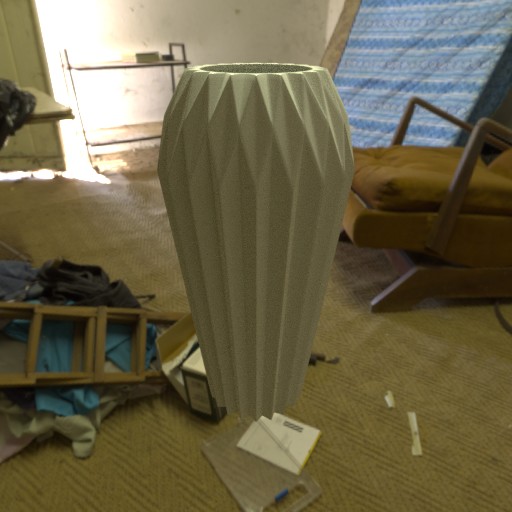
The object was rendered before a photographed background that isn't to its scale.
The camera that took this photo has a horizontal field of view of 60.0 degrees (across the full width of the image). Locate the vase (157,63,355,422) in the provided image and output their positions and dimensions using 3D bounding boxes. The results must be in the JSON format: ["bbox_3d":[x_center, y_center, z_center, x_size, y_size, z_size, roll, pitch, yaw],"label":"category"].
[{"bbox_3d":[0.000,0.000,0.336,0.133,0.263,0.133,0,27,0],"label":"vase"}]
